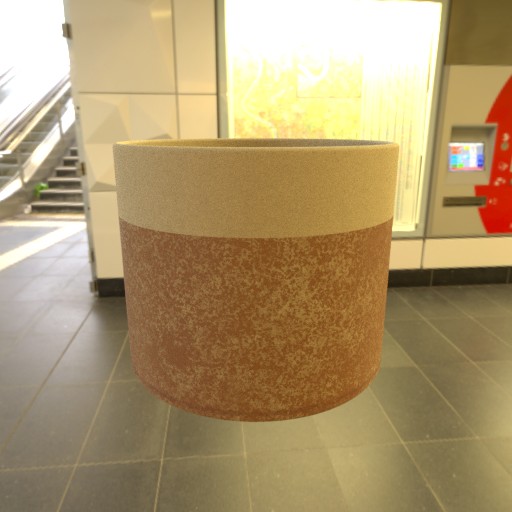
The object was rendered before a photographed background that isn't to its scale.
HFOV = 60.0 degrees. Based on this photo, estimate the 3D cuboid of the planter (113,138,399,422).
[{"bbox_3d":[0.000,0.000,0.275,0.159,0.138,0.159,0,16,0],"label":"planter"}]
